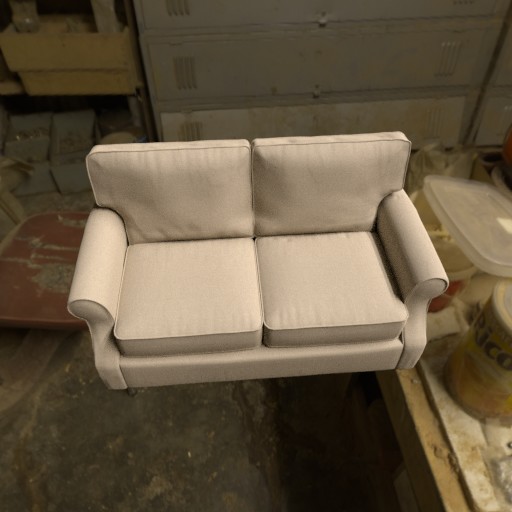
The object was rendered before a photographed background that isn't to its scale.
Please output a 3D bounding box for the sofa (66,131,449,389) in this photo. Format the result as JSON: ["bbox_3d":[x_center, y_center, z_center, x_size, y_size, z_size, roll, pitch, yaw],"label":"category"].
[{"bbox_3d":[0.000,0.000,2.207,1.665,0.937,0.964,-3,46,-3],"label":"sofa"}]
